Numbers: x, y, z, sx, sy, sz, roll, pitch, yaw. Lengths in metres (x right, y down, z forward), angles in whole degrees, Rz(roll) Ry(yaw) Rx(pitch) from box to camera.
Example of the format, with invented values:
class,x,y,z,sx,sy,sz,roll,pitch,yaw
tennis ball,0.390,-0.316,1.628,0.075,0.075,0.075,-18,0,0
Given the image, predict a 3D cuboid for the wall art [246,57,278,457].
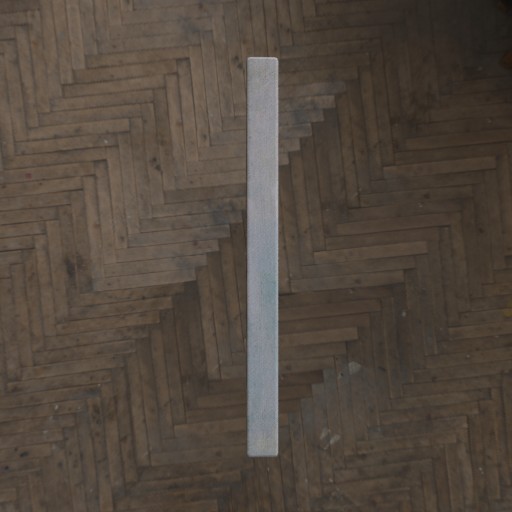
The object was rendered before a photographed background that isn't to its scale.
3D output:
class,x,y,z,sx,sy,sz,roll,pitch,yaw
wall art,0.000,0.000,0.791,0.035,0.605,0.443,0,90,-1
